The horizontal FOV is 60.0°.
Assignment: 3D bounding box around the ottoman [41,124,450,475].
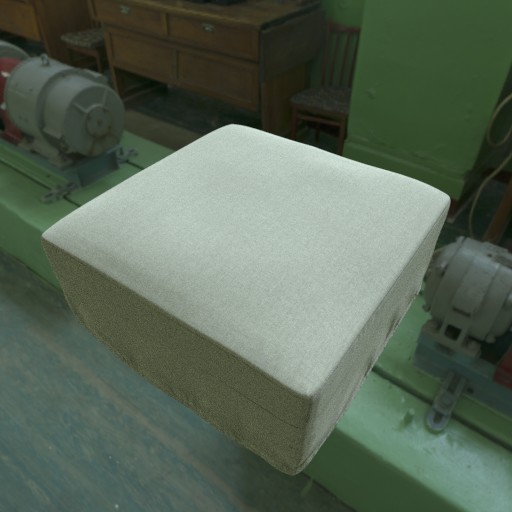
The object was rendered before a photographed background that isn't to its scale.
[{"bbox_3d":[0.000,0.000,1.322,0.843,0.436,0.840,25,47,26],"label":"ottoman"}]
